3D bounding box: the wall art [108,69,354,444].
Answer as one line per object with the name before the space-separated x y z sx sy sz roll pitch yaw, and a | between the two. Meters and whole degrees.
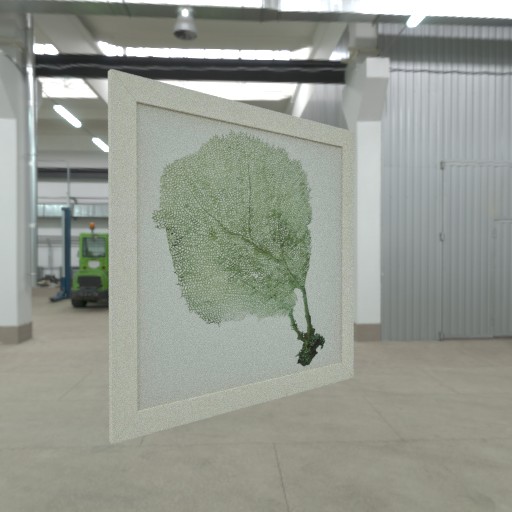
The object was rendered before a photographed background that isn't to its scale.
wall art | 0.000 0.000 0.879 0.584 0.584 0.013 -1 1 -38
